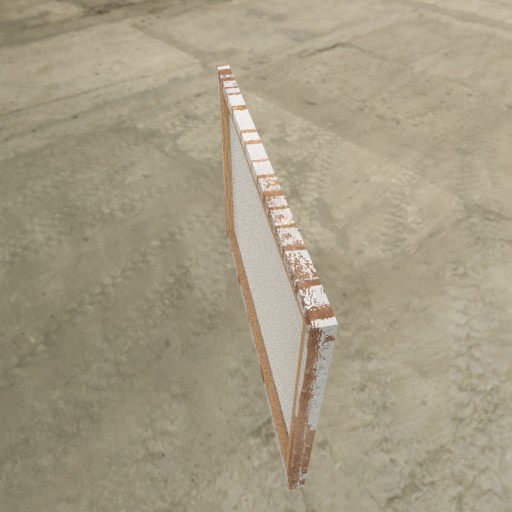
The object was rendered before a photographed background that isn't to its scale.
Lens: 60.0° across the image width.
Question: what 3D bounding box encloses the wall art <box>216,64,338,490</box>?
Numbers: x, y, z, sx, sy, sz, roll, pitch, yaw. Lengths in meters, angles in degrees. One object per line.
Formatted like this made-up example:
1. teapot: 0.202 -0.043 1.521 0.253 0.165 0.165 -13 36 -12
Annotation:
1. wall art: 0.000 0.000 1.120 0.035 0.609 0.914 -8 45 -8
